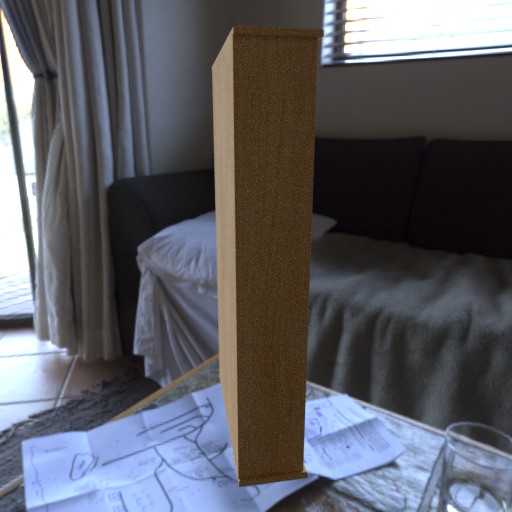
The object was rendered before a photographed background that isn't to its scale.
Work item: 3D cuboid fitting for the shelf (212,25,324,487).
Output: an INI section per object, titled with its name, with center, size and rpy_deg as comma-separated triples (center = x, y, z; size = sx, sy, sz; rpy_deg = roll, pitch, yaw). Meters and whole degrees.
[shelf]
center = 0.000, 0.000, 1.211
size = 0.175, 1.030, 0.520
rpy_deg = -3, 16, -9
